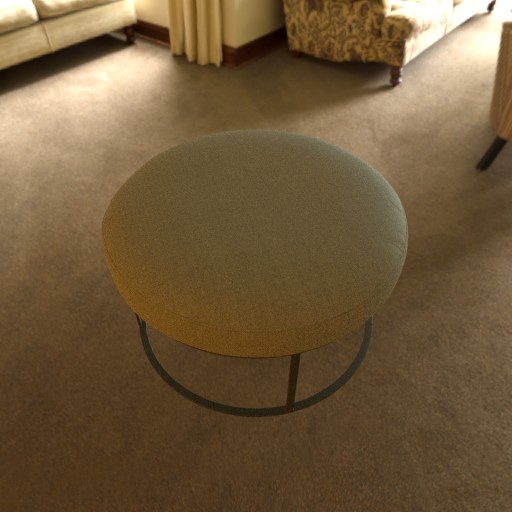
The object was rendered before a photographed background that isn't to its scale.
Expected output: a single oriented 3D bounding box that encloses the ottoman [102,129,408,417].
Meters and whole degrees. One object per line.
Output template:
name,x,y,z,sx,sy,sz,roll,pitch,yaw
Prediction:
ottoman,0.000,0.000,1.252,0.772,0.460,0.772,0,45,0
